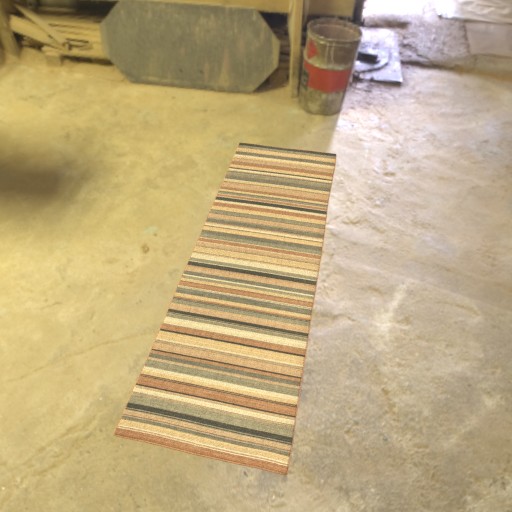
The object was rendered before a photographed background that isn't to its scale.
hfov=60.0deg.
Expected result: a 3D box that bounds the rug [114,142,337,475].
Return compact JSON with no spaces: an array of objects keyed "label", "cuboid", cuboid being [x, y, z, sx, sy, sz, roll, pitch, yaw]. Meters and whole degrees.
[{"label":"rug","cuboid":[0.000,0.000,2.753,0.799,0.010,2.444,9,47,8]}]
